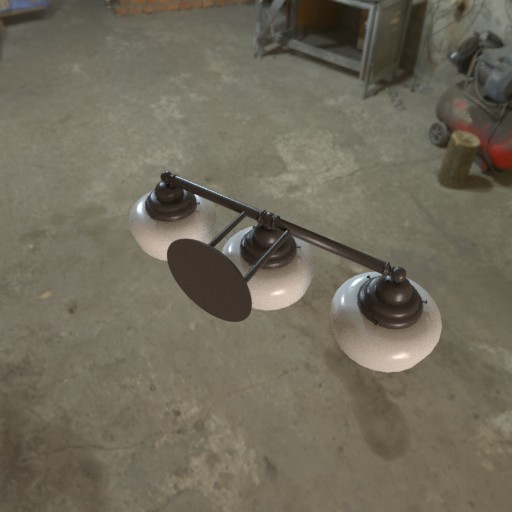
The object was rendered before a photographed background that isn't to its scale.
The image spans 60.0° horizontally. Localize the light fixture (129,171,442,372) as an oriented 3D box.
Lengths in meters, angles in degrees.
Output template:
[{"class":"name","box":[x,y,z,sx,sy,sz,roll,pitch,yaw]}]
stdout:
[{"class":"light fixture","box":[0.000,0.000,0.706,0.587,0.242,0.239,25,50,23]}]
